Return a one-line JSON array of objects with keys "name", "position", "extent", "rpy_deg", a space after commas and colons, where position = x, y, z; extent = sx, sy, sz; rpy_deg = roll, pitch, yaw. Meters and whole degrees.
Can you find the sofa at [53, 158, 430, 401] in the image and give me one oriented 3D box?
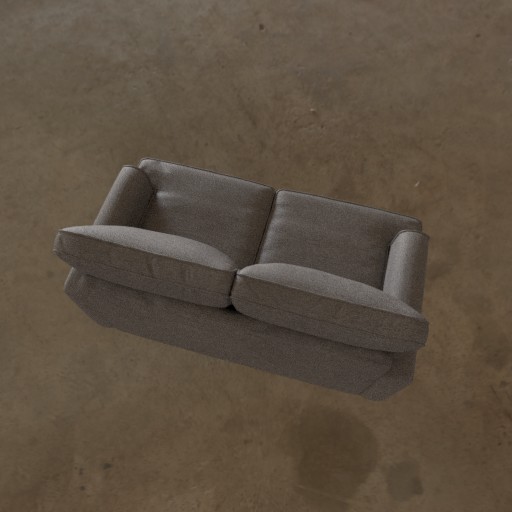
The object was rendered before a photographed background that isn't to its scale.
[{"name": "sofa", "position": [0.000, 0.000, 2.260], "extent": [1.651, 0.965, 0.965], "rpy_deg": [14, 65, 7]}]
